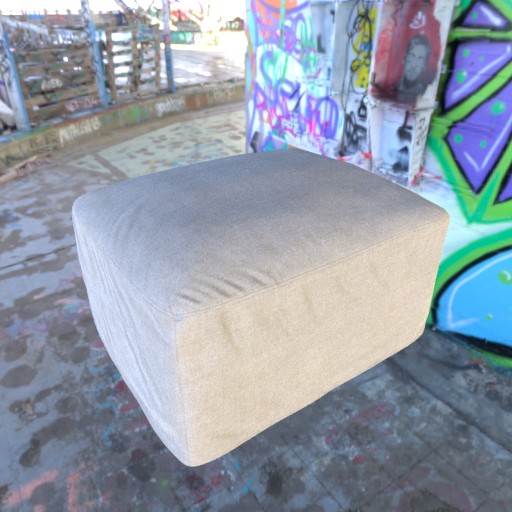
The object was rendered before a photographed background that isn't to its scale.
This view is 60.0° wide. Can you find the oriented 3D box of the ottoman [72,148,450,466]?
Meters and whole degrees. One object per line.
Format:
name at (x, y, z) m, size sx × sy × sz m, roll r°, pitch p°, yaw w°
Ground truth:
ottoman at (0.000, 0.000, 1.242) m, size 0.837 × 0.481 × 0.683 m, roll -19°, pitch 35°, yaw -30°
